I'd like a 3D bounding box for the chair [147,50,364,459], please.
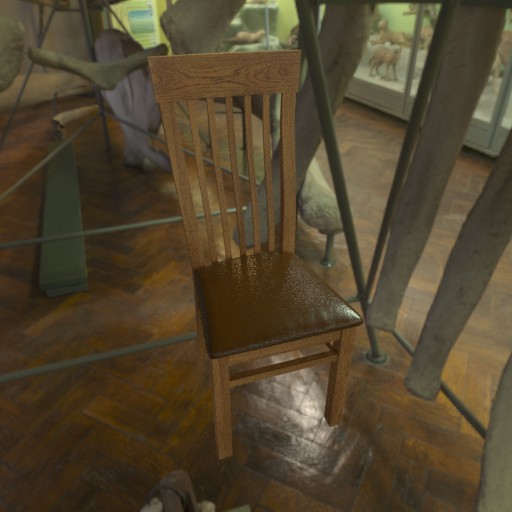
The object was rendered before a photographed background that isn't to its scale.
[{"bbox_3d":[0.000,0.000,1.331,0.450,1.050,0.580,-10,33,-15],"label":"chair"}]
